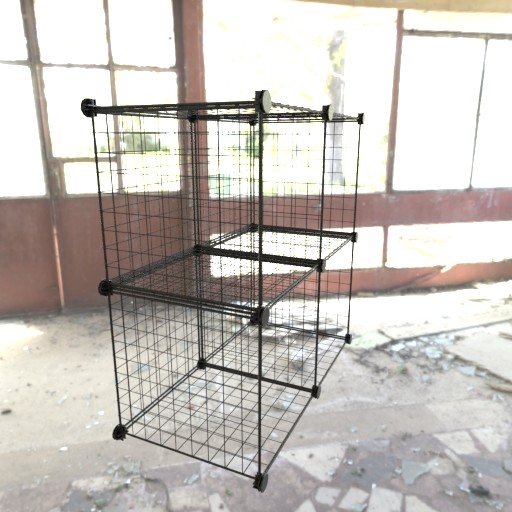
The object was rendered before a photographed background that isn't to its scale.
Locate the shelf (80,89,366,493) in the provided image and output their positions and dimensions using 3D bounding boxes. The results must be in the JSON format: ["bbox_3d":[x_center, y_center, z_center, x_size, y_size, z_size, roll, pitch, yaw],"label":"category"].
[{"bbox_3d":[0.000,0.000,1.113,0.356,0.711,0.711,7,16,24],"label":"shelf"}]
